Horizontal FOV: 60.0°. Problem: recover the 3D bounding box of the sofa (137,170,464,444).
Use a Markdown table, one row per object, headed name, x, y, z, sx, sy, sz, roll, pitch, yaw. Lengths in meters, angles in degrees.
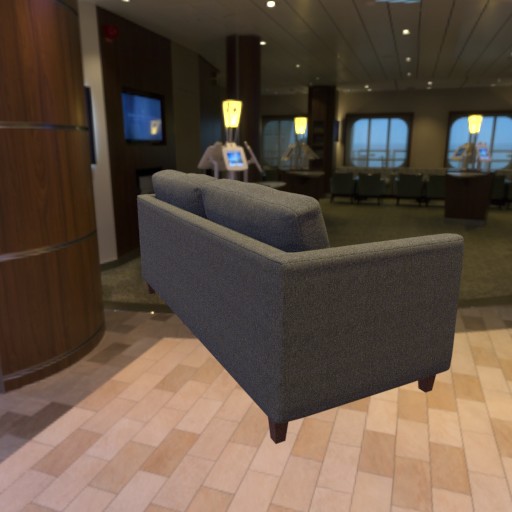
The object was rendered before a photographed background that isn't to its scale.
| name | x | y | z | sx | sy | sz | roll | pitch | yaw |
| --- | --- | --- | --- | --- | --- | --- | --- | --- | --- |
| sofa | 0.000 | 0.000 | 2.687 | 0.948 | 0.965 | 2.208 | -7 | 16 | -26 |
